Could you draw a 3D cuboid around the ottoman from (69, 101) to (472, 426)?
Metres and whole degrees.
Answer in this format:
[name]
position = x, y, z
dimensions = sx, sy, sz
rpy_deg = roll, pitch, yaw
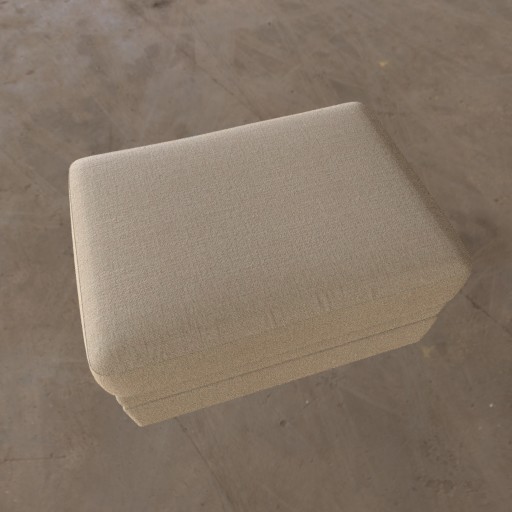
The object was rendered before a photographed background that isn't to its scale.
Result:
[ottoman]
position = 0.000, 0.000, 1.237
dimensions = 0.885, 0.478, 0.637
rpy_deg = -14, 58, -9
